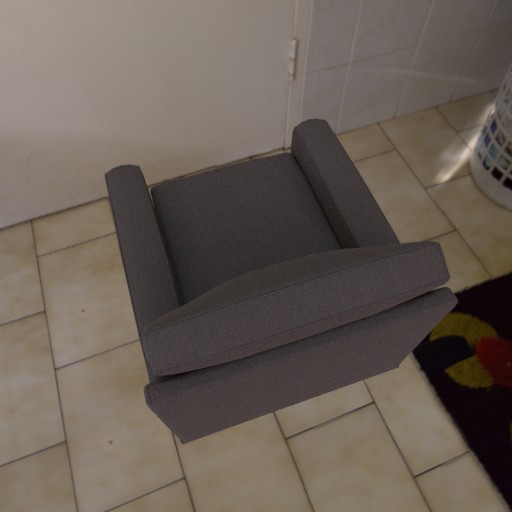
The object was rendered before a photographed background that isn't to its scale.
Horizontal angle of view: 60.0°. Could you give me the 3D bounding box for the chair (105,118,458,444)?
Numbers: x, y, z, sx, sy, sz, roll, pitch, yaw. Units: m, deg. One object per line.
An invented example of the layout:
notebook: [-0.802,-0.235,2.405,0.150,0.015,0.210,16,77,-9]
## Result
chair: [0.000,0.000,1.787,0.997,0.913,1.043,-16,61,-9]
